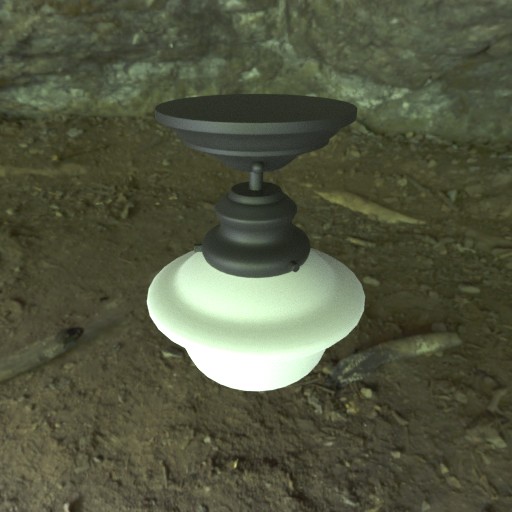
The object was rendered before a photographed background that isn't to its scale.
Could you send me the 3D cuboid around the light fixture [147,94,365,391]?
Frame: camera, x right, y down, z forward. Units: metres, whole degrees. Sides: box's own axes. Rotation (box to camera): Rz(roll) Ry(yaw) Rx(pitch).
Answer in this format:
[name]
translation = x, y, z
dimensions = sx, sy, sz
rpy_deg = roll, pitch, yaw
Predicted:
[light fixture]
translation = 0.000, 0.000, 0.391
dimensions = 0.197, 0.254, 0.197
rpy_deg = 0, 26, 0
